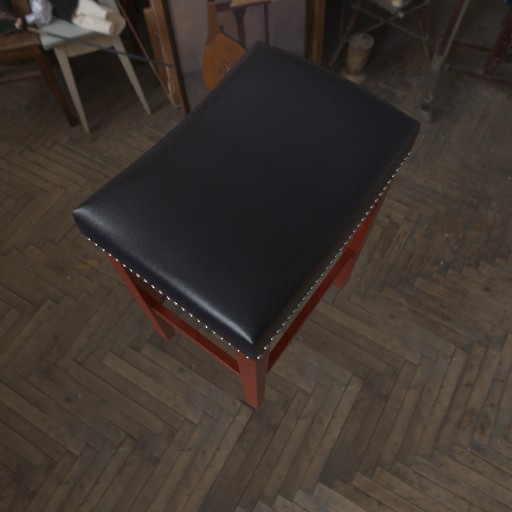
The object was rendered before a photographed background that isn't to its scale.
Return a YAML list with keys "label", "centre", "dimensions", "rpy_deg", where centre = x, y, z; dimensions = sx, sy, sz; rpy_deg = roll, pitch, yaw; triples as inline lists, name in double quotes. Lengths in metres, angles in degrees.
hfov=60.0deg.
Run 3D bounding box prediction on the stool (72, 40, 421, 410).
- label: "stool"
  centre: [0.000, 0.000, 1.037]
  dimensions: [0.372, 0.742, 0.504]
  rpy_deg: [34, 69, 15]
